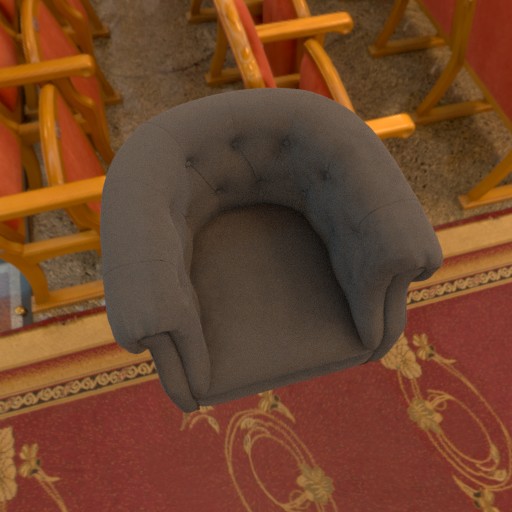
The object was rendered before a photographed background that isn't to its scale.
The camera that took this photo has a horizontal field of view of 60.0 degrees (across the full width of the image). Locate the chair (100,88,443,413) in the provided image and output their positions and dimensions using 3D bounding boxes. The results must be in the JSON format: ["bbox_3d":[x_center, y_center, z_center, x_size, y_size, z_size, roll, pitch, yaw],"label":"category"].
[{"bbox_3d":[0.000,0.000,1.566,0.904,0.826,0.851,-13,64,-7],"label":"chair"}]
